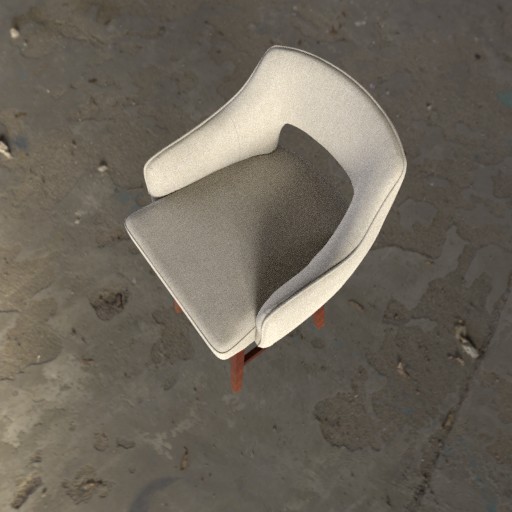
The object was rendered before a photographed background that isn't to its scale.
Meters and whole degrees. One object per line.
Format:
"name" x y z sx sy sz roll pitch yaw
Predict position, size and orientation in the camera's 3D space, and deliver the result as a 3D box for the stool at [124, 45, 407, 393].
"stool" 0.000 0.000 1.337 0.560 1.041 0.550 -34 69 -15
